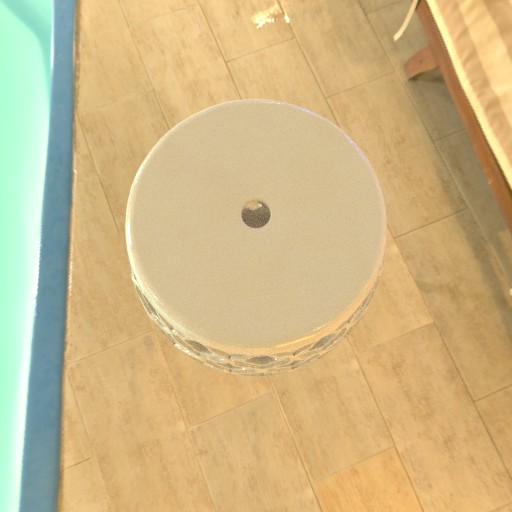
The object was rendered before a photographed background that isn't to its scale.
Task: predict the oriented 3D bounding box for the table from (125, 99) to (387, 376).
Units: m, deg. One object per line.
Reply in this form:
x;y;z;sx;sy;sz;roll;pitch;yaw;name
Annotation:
0.000;0.000;0.627;0.325;0.388;0.325;0;78;0;table
